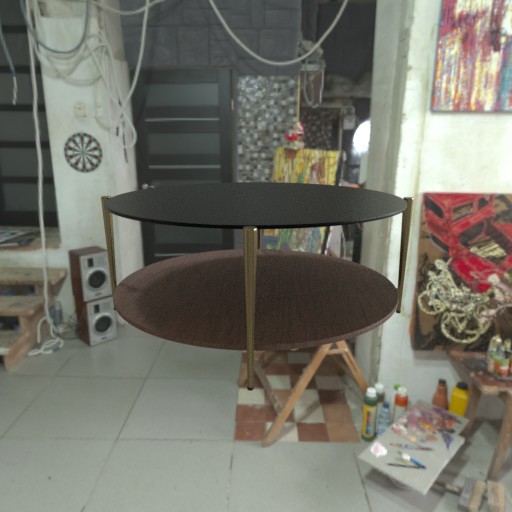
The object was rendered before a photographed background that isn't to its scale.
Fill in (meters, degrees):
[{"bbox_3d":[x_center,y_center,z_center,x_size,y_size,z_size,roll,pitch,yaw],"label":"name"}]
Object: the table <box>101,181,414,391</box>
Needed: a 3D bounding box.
[{"bbox_3d":[0.000,0.000,1.500,0.938,0.400,0.938,-8,17,-27],"label":"table"}]
